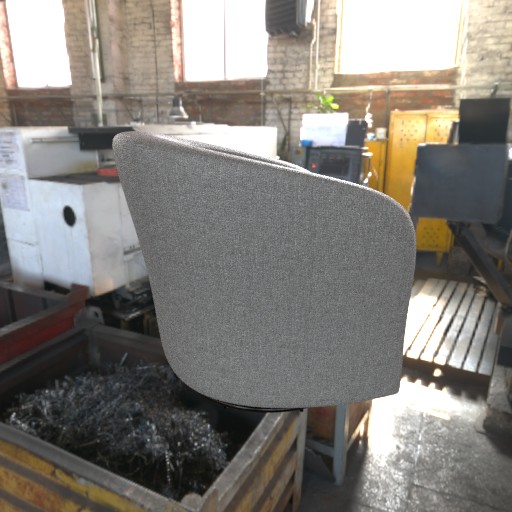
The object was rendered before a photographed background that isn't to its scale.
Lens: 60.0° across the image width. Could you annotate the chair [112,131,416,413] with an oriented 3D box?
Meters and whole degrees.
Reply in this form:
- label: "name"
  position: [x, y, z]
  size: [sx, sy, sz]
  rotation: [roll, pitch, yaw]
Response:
- label: "chair"
  position: [0.000, 0.000, 1.420]
  size: [0.815, 0.771, 0.791]
  rotation: [-3, 17, -11]
